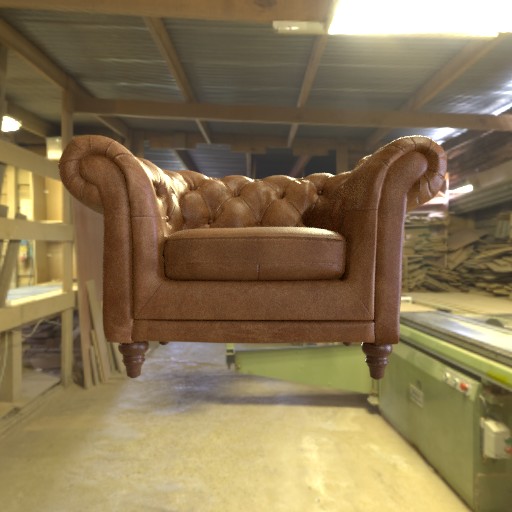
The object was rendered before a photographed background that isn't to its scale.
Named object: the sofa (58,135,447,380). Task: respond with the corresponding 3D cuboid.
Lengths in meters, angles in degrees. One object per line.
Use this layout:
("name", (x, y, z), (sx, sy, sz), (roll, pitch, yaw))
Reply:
("sofa", (0.000, 0.000, 2.005), (1.405, 0.878, 1.033), (0, 0, 1))
